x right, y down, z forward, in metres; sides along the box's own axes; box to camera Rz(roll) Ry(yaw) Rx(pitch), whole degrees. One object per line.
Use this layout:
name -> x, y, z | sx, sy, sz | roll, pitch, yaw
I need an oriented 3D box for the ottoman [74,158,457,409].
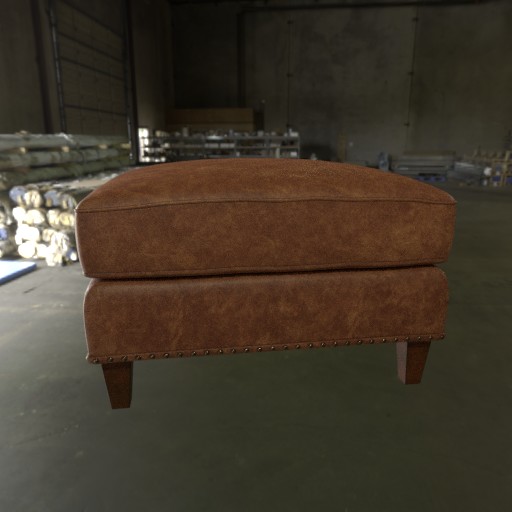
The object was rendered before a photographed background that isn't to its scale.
ottoman -> 0.000, 0.000, 1.132 | 0.742, 0.486, 0.586 | -2, 15, -8
